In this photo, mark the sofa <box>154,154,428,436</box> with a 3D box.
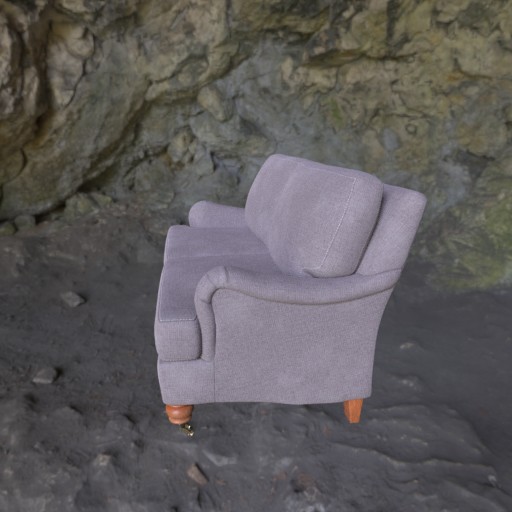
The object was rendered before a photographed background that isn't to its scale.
[{"bbox_3d":[0.000,0.000,2.592,1.084,1.101,1.853,-2,16,-9],"label":"sofa"}]
